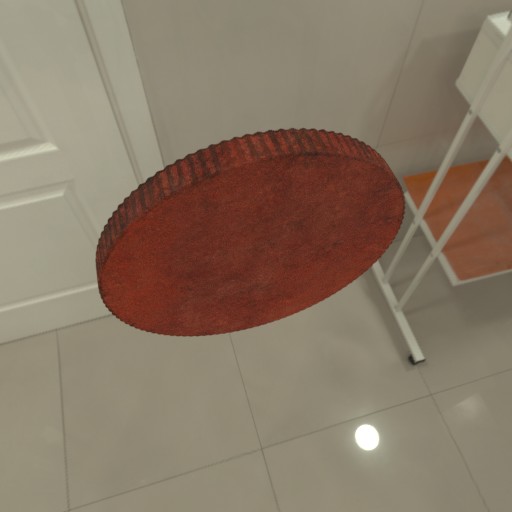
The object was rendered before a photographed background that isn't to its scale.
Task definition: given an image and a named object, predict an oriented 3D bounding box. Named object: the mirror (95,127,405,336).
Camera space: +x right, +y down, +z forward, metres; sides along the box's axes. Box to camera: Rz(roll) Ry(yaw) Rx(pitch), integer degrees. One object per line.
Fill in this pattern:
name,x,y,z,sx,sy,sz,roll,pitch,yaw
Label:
mirror,0.000,0.000,0.895,0.609,0.609,0.056,-14,60,-9
